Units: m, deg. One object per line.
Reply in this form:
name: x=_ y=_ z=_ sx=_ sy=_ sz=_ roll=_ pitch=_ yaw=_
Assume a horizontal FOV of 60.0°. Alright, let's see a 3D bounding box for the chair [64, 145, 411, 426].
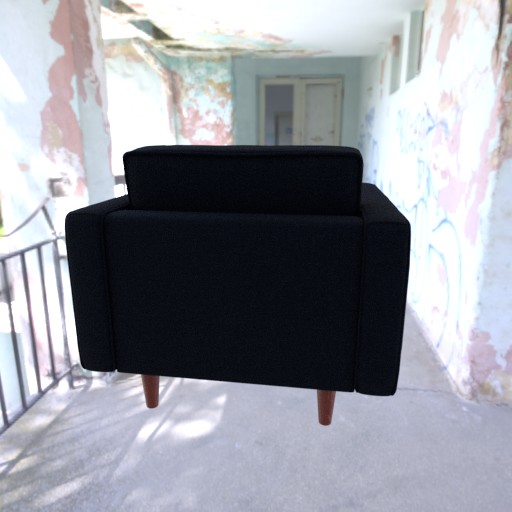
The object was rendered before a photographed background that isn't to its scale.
chair: x=0.000 y=0.000 z=1.568 sx=0.899 sy=0.770 sz=0.920 roll=2 pitch=15 yaw=9
